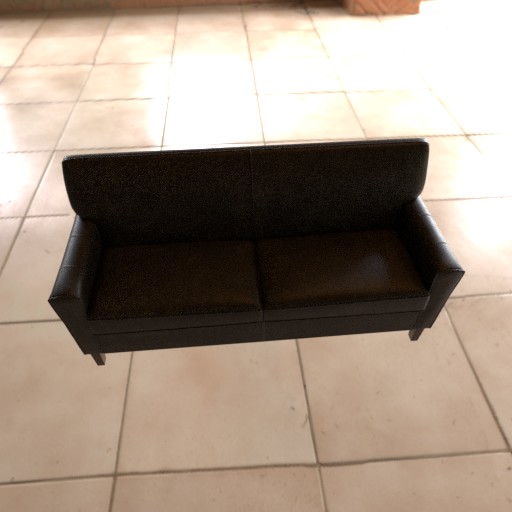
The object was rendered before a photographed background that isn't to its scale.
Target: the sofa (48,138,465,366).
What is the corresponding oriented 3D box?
[{"bbox_3d":[0.000,0.000,2.522,2.053,0.947,0.805,-4,46,-4],"label":"sofa"}]
